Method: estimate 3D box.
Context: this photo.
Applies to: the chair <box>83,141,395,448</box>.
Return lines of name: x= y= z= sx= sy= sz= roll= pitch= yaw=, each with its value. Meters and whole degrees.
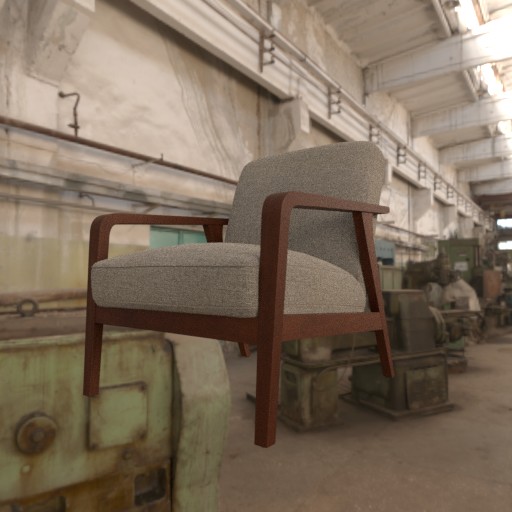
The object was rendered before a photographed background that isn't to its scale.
chair: x=0.000 y=0.000 z=1.468 sx=0.704 sy=0.847 sz=0.858 roll=-1 pitch=-2 yaw=36
